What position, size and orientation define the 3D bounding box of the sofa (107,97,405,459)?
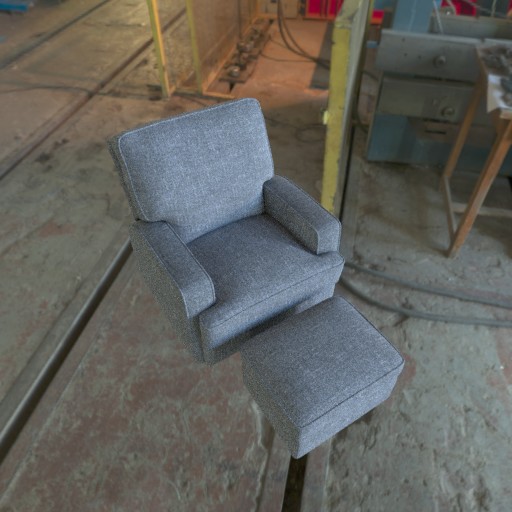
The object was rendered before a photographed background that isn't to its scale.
[{"bbox_3d":[0.000,0.000,2.043,0.861,0.959,1.472,-24,50,-22],"label":"sofa"}]
